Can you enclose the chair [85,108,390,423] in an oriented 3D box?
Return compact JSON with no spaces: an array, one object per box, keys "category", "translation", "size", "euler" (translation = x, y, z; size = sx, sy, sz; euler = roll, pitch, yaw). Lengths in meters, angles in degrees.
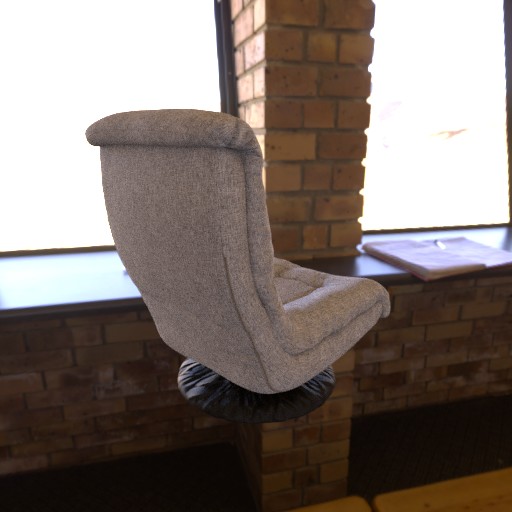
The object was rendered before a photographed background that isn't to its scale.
[{"category":"chair","translation":[0.000,0.000,0.980],"size":[0.400,0.600,0.583],"euler":[14,21,42]}]
